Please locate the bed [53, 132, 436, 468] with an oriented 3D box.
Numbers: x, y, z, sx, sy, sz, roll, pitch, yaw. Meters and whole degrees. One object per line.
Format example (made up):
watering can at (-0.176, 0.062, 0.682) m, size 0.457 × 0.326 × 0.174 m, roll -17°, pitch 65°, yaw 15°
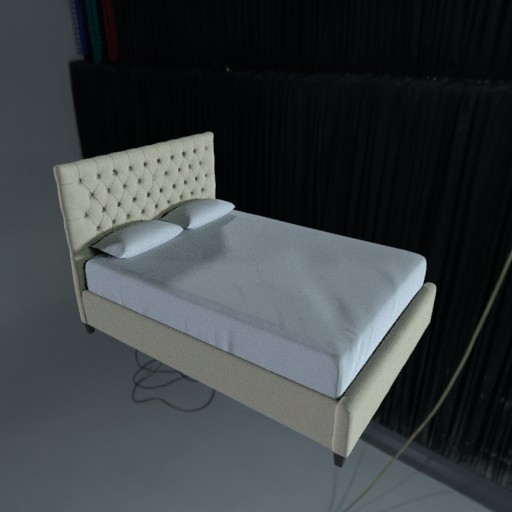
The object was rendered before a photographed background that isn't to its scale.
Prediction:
bed at (0.000, 0.000, 3.431) m, size 2.387 × 1.427 × 1.698 m, roll 17°, pitch 30°, yaw 31°
